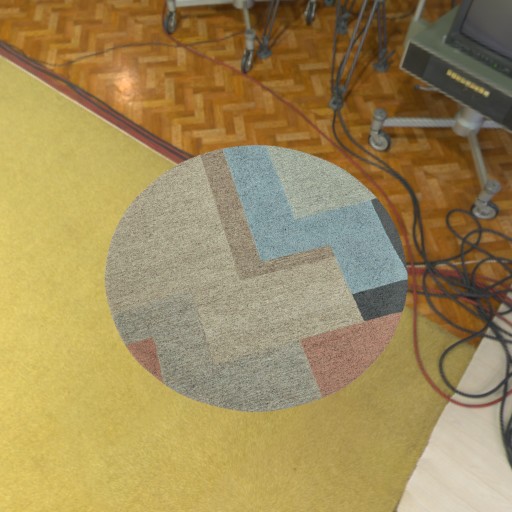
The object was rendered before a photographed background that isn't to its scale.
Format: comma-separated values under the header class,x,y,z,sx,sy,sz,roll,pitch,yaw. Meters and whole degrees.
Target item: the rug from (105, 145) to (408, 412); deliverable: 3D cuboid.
class,x,y,z,sx,sy,sz,roll,pitch,yaw
rug,0.000,0.000,3.649,2.461,0.033,2.461,0,60,0
